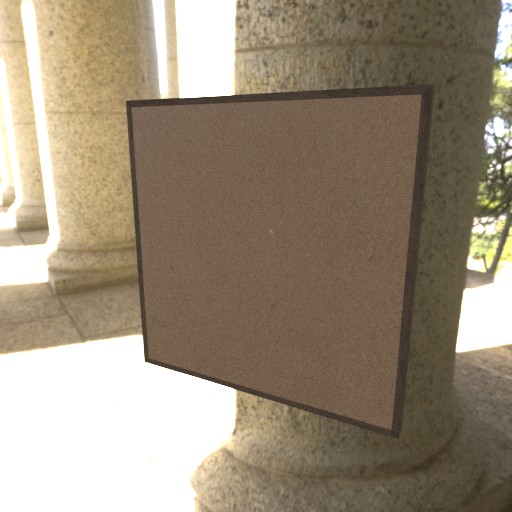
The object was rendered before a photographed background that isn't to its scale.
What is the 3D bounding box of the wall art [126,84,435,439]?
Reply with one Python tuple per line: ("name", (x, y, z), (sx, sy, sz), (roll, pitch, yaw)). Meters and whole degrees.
("wall art", (0.000, 0.000, 1.109), (0.762, 0.762, 0.038), (8, 17, 27))
